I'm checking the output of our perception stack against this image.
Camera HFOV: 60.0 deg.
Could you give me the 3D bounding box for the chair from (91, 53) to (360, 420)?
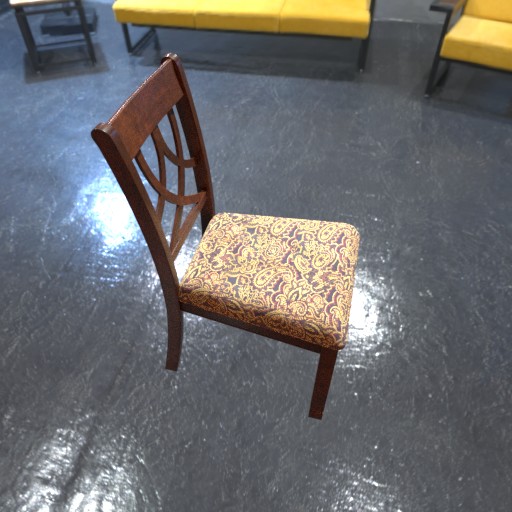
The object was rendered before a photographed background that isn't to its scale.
[{"bbox_3d":[0.000,0.000,1.299,0.584,0.965,0.457,10,47,10],"label":"chair"}]
